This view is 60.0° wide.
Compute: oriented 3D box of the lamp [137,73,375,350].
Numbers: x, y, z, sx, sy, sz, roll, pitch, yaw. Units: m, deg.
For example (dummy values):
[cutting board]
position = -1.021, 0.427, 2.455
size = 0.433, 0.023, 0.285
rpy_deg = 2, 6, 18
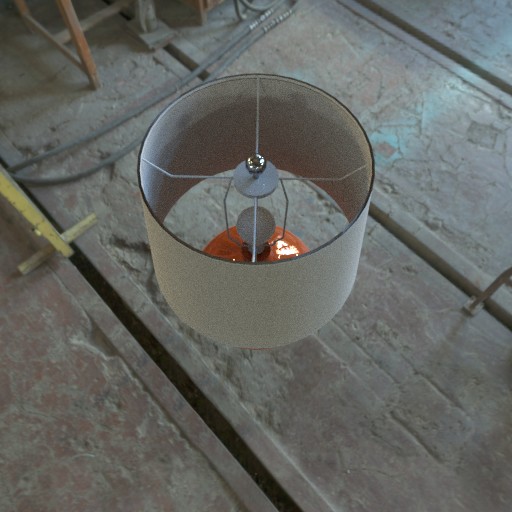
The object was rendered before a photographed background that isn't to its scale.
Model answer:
[lamp]
position = 0.000, 0.000, 0.557
size = 0.247, 0.387, 0.247
rpy_deg = 0, 64, 0
